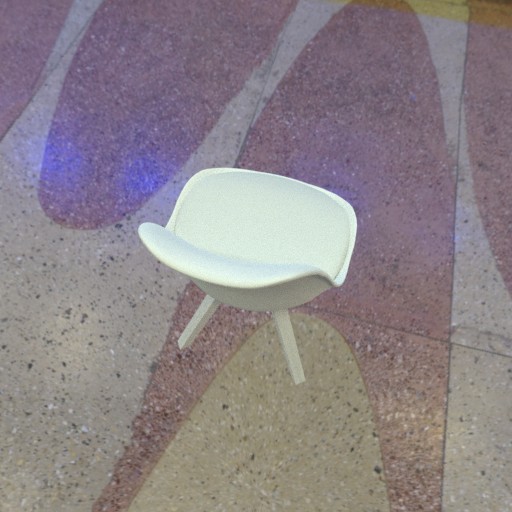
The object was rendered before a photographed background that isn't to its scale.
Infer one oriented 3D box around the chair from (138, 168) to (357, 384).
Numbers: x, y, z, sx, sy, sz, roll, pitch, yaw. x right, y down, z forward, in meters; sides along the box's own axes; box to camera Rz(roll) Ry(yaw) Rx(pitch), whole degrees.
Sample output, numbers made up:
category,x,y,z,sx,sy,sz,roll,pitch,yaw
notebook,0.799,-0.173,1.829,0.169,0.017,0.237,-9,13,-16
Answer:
category,x,y,z,sx,sy,sz,roll,pitch,yaw
chair,0.000,0.000,1.197,0.485,0.850,0.550,15,63,8
